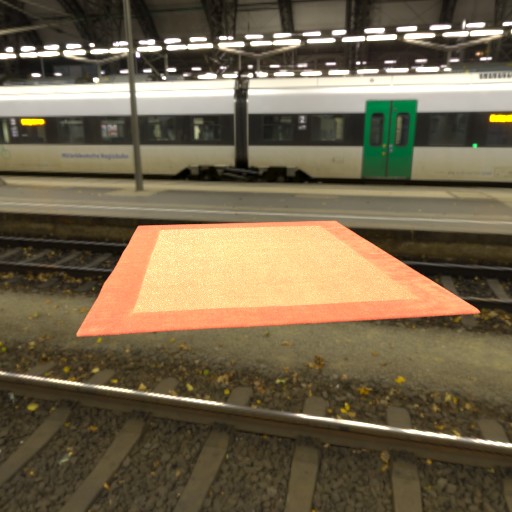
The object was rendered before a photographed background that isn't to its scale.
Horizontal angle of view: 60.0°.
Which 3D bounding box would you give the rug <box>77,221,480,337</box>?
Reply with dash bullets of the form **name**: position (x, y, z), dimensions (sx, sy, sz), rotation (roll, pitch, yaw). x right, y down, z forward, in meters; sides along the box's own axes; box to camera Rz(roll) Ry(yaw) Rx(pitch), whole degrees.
- **rug**: position (0.000, 0.000, 4.012), dimensions (2.430, 0.018, 2.976), rotation (-2, 16, -8)
